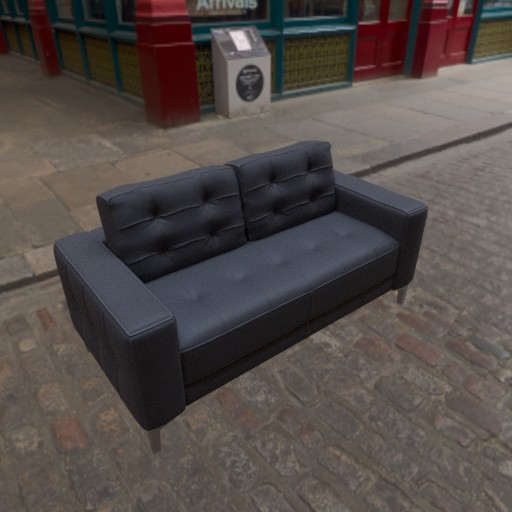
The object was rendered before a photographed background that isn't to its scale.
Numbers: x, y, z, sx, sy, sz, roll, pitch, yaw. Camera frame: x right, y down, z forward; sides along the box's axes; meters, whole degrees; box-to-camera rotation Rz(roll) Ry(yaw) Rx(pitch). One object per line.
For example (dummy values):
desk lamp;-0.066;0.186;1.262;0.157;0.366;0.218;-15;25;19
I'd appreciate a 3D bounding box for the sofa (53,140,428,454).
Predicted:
sofa;0.000;0.000;2.251;1.726;0.893;0.833;-22;37;-32
